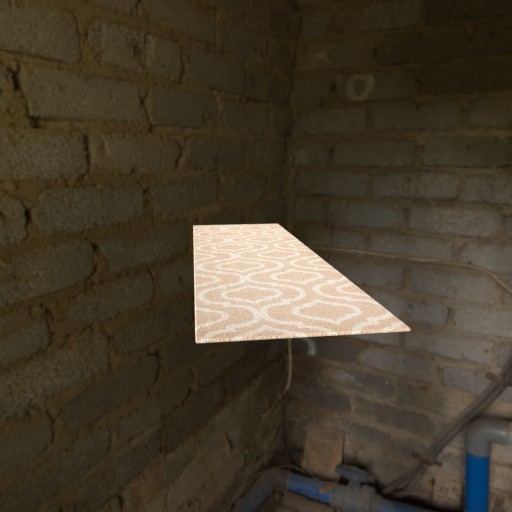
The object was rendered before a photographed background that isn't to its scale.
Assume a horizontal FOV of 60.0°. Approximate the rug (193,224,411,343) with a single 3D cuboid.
[{"bbox_3d":[0.000,0.000,2.489,0.691,0.013,2.289,-2,13,-8],"label":"rug"}]
